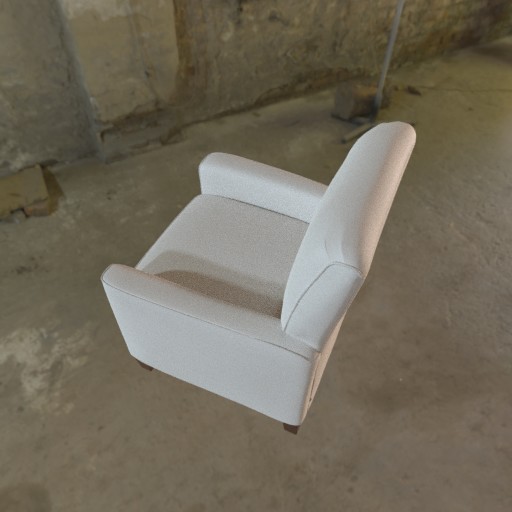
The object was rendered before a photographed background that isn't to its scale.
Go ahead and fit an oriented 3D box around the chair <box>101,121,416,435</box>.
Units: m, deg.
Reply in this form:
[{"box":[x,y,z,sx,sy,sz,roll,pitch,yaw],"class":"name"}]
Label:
[{"box":[0.000,0.000,1.680,0.858,1.028,0.841,18,50,16],"class":"chair"}]
